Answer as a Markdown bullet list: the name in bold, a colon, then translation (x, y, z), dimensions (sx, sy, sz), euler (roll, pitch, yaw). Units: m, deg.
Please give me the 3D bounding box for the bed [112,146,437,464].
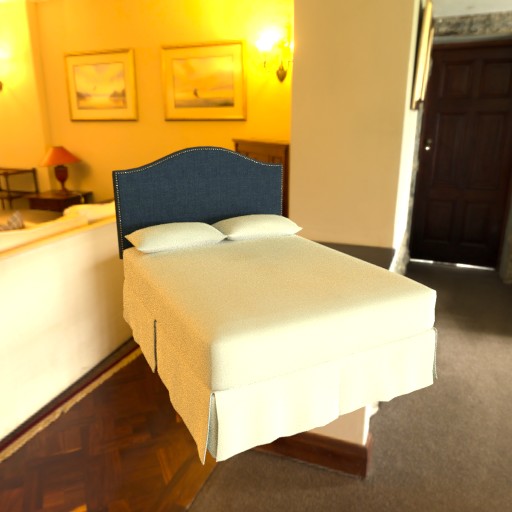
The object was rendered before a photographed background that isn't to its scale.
- **bed**: translation (0.000, 0.000, 3.317), dimensions (1.713, 1.518, 2.153), euler (-9, 18, -27)
